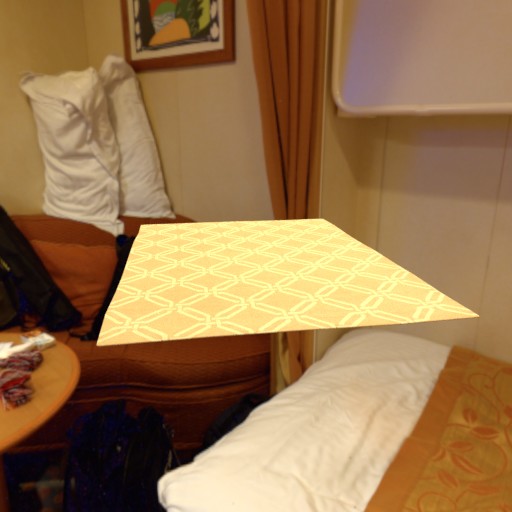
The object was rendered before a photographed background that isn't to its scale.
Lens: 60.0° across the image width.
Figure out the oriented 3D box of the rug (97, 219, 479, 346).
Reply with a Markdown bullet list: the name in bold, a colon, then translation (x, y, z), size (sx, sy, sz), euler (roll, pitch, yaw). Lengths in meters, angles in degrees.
- **rug**: translation (0.000, 0.000, 4.304), size (2.452, 0.020, 3.365), euler (-3, 16, -9)
